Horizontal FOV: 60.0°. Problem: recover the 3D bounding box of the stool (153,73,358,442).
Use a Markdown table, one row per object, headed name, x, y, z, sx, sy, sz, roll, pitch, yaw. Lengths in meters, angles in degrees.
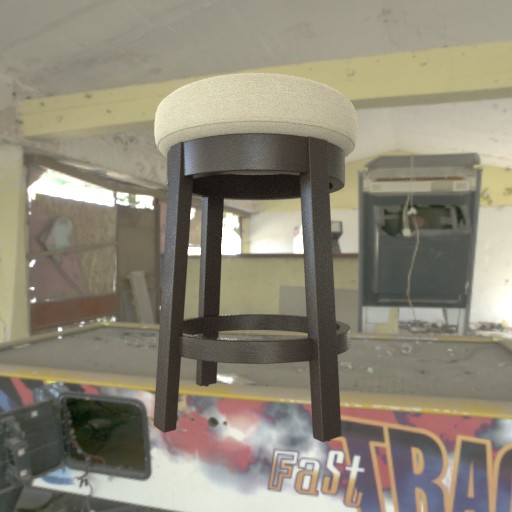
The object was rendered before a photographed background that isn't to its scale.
| name | x | y | z | sx | sy | sz | roll | pitch | yaw |
| --- | --- | --- | --- | --- | --- | --- | --- | --- | --- |
| stool | 0.000 | 0.000 | 0.957 | 0.449 | 0.655 | 0.449 | 0 | -1 | 0 |
